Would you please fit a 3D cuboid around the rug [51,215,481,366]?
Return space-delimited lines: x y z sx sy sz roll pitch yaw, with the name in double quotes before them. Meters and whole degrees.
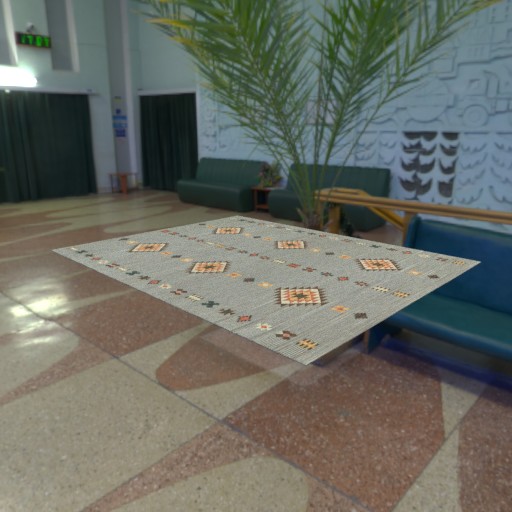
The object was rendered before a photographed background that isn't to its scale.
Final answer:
"rug" 0.000 0.000 3.989 3.035 0.008 2.425 15 22 42
